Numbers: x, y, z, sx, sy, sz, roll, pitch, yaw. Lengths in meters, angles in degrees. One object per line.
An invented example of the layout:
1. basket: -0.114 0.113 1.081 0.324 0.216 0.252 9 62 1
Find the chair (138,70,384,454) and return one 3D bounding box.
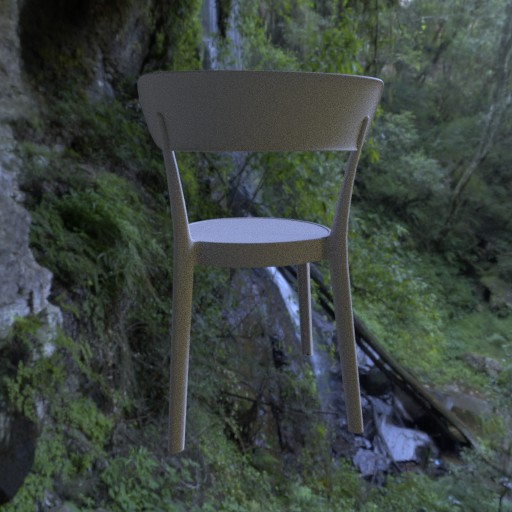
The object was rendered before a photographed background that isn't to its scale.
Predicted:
1. chair: 0.000 0.000 1.100 0.506 0.790 0.491 -2 14 -9
